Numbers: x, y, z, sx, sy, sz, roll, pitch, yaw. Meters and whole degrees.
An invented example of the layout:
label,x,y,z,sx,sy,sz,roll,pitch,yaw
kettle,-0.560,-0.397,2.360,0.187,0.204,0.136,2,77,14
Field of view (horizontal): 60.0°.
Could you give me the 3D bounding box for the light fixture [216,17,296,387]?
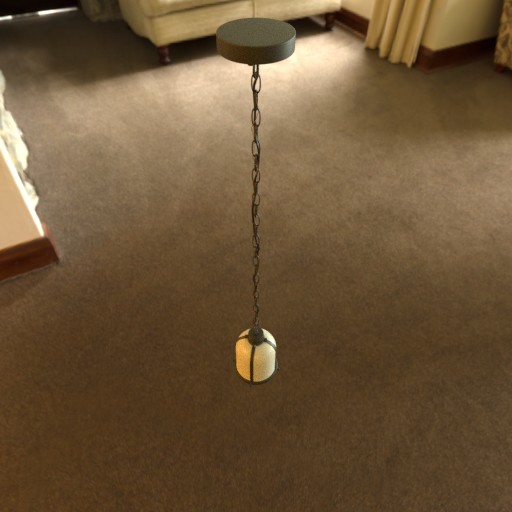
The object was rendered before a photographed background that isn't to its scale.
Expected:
label,x,y,z,sx,sy,sz,roll,pitch,yaw
light fixture,0.000,0.000,1.233,0.178,1.181,0.178,9,47,9
